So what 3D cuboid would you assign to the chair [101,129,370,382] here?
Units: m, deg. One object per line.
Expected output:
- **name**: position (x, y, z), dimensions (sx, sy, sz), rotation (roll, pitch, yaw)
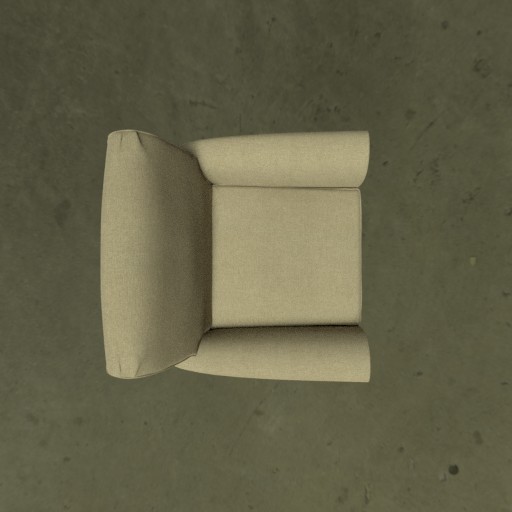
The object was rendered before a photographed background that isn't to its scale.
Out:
- **chair**: position (0.000, 0.000, 1.789), dimensions (0.905, 1.061, 0.978), rotation (0, 89, 0)
